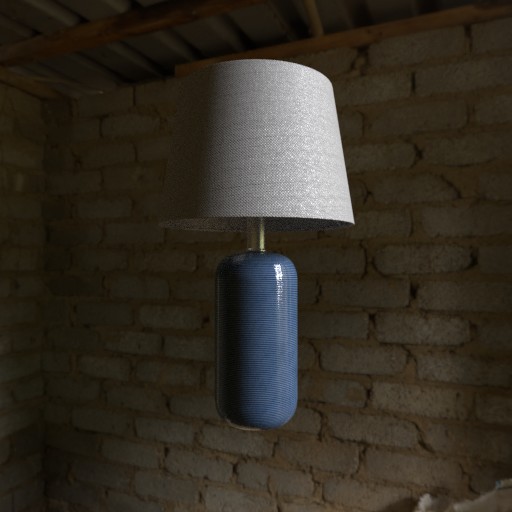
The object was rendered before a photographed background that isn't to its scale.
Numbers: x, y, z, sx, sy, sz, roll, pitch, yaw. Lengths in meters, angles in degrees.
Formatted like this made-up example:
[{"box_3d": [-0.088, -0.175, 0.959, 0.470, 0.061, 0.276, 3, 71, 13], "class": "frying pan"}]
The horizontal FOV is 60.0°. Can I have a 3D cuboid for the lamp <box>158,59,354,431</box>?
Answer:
[{"box_3d": [0.000, 0.000, 0.582, 0.253, 0.428, 0.253, 0, -1, 0], "class": "lamp"}]
